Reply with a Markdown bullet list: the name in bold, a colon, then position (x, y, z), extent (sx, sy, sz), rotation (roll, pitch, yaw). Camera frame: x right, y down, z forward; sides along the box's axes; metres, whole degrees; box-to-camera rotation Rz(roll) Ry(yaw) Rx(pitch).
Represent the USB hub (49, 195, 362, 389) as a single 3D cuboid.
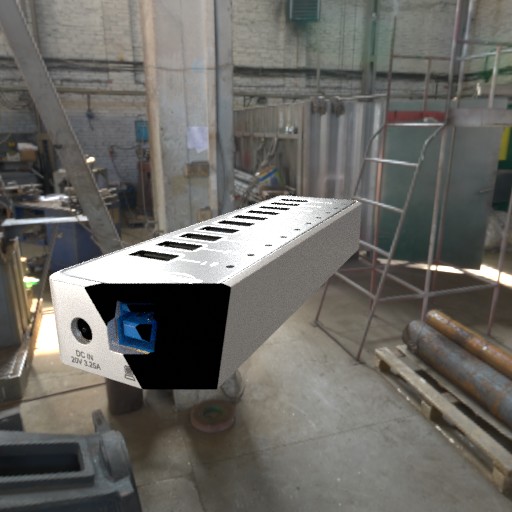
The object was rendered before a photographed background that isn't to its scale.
- **USB hub**: position (0.000, 0.000, 0.162), extent (0.044, 0.023, 0.145), rotation (8, 18, 25)
